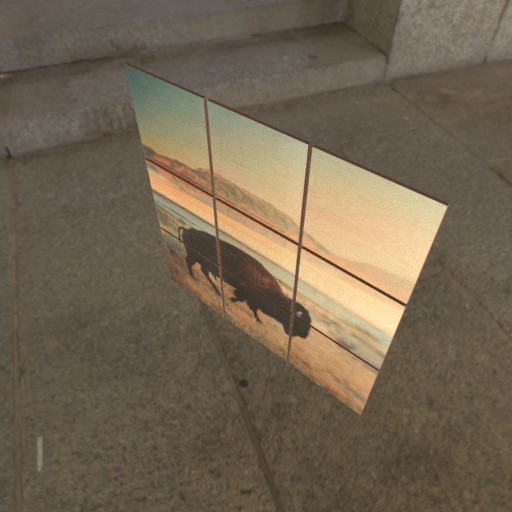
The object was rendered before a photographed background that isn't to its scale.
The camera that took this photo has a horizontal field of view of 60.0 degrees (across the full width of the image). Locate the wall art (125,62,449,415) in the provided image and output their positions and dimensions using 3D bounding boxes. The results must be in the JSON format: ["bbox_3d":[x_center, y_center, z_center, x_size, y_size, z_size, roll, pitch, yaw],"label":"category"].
[{"bbox_3d":[0.000,0.000,1.789,1.221,1.218,0.019,31,55,26],"label":"wall art"}]
